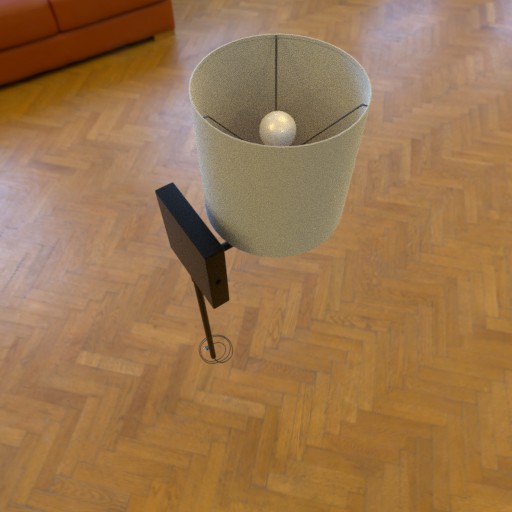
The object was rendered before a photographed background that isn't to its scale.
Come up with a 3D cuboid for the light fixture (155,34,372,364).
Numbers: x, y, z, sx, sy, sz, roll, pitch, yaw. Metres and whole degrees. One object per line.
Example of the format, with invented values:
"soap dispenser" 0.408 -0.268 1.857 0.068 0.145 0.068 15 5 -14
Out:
"light fixture" 0.000 0.000 0.693 0.248 0.589 0.188 -29 61 -18
